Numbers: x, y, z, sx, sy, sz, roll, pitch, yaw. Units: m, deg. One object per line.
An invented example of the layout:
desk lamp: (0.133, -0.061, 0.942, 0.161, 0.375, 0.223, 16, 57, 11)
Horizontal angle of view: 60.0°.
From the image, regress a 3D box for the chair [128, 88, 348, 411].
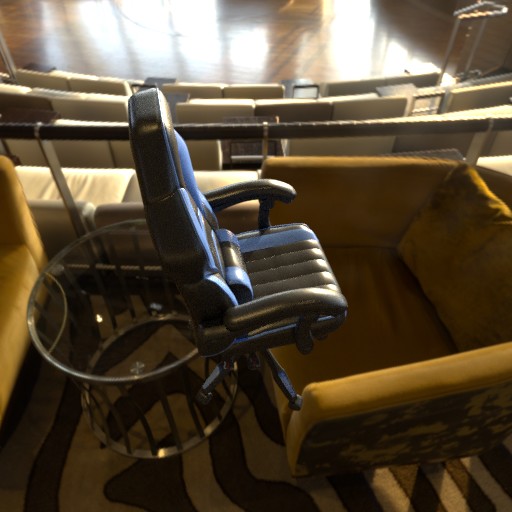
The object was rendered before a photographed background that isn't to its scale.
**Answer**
chair: (0.000, 0.000, 1.656, 0.700, 1.280, 0.700, -9, 47, -9)
